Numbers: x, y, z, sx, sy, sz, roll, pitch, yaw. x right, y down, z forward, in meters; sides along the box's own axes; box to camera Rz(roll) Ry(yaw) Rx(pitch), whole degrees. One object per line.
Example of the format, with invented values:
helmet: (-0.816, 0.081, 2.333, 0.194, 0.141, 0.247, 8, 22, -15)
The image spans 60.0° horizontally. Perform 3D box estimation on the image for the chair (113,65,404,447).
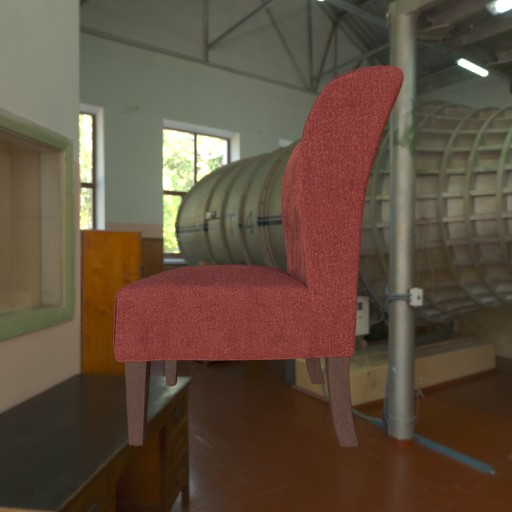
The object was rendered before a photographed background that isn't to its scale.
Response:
chair: (0.000, 0.000, 1.216, 0.640, 0.846, 0.538, 0, 1, 0)
